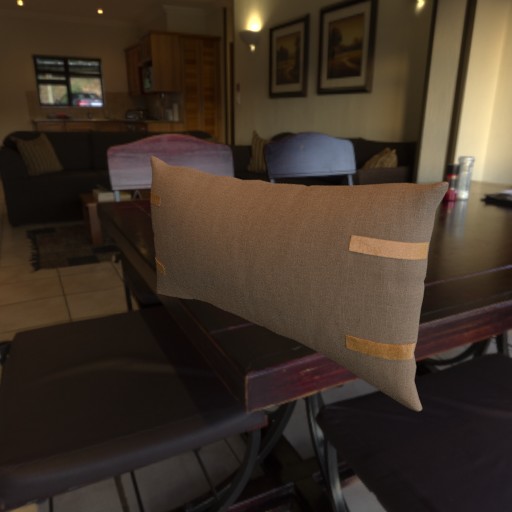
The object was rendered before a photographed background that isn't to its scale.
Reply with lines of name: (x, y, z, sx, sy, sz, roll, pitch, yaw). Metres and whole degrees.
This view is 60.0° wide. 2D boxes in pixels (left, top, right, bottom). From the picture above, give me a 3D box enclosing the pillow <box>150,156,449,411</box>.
pillow: (0.000, 0.000, 0.749, 0.612, 0.308, 0.148, 16, 24, 41)
